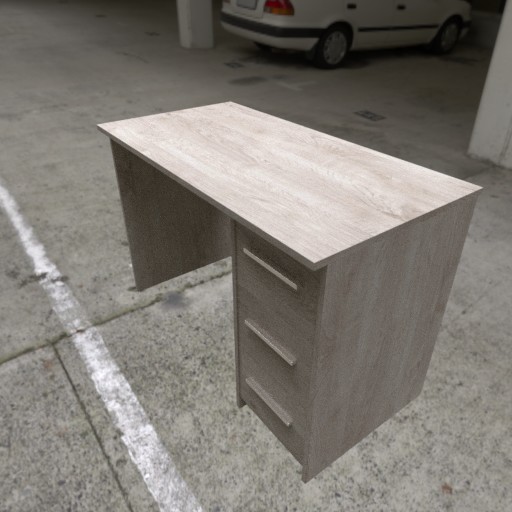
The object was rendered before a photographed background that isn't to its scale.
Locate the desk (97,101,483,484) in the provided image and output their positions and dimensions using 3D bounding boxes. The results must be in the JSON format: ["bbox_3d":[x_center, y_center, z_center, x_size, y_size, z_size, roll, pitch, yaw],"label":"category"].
[{"bbox_3d":[0.000,0.000,1.502,0.560,0.735,1.097,-22,38,-30],"label":"desk"}]
